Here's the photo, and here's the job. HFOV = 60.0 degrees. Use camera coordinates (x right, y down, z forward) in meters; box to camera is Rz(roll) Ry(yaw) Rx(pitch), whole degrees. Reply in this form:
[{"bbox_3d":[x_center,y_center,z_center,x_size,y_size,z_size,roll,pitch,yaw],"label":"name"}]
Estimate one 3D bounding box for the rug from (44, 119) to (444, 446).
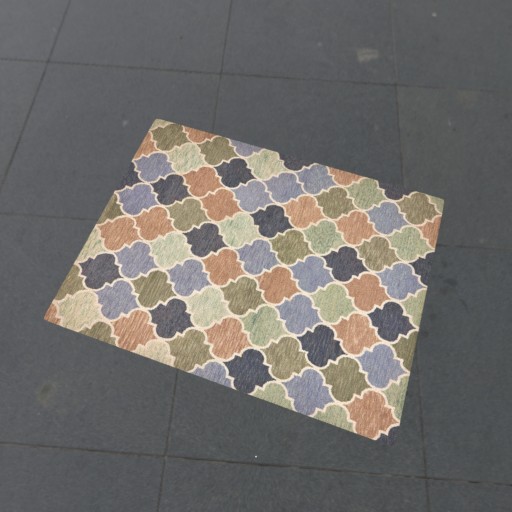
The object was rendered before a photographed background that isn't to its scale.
[{"bbox_3d":[0.000,0.000,4.235,3.200,0.013,2.439,18,67,8],"label":"rug"}]
